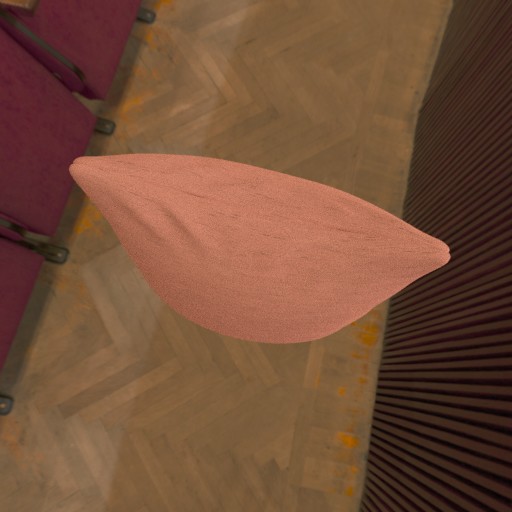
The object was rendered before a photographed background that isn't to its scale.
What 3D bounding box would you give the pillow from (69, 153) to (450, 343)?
[{"bbox_3d":[0.000,0.000,0.673,0.432,0.415,0.246,14,75,4],"label":"pillow"}]
